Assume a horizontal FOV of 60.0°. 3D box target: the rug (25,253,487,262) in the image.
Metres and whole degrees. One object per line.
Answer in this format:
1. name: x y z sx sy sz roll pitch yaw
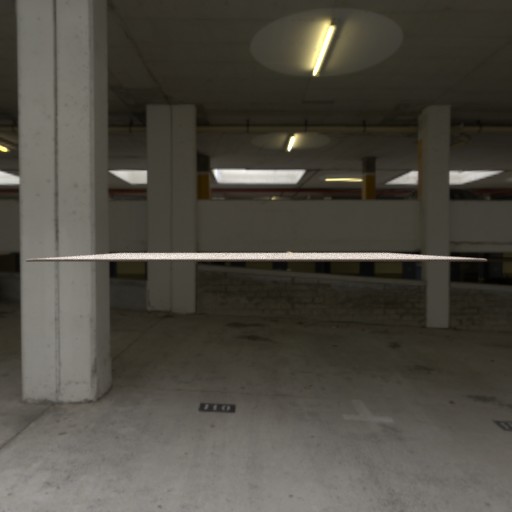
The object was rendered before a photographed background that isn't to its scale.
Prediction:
1. rug: 0.000 0.000 2.775 2.115 0.013 1.517 0 1 -1
